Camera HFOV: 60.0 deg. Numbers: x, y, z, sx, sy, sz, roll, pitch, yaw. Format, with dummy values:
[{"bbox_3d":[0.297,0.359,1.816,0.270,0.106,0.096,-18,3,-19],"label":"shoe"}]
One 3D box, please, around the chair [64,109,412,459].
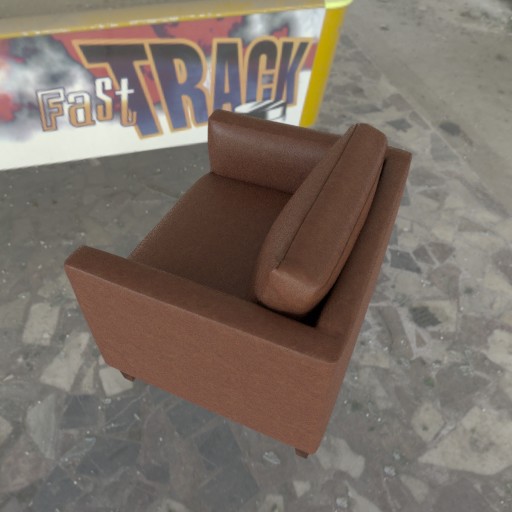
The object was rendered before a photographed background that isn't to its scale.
[{"bbox_3d":[0.000,0.000,1.817,0.959,0.917,1.107,18,48,16],"label":"chair"}]
